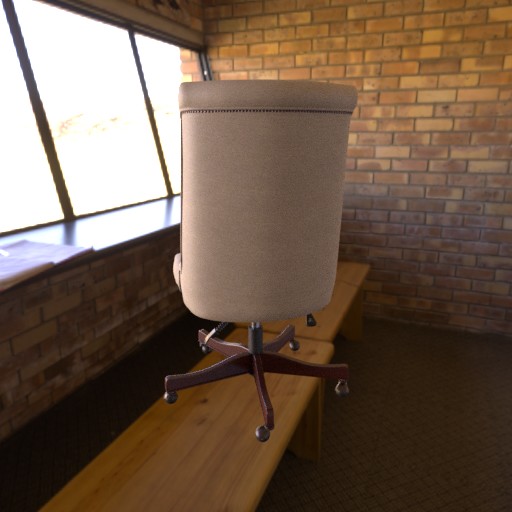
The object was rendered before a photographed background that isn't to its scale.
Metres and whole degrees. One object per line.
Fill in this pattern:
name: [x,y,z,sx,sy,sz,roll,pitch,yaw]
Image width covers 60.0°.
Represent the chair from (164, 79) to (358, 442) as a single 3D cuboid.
chair: [0.000,0.000,1.452,0.645,1.010,0.696,-3,15,-9]
